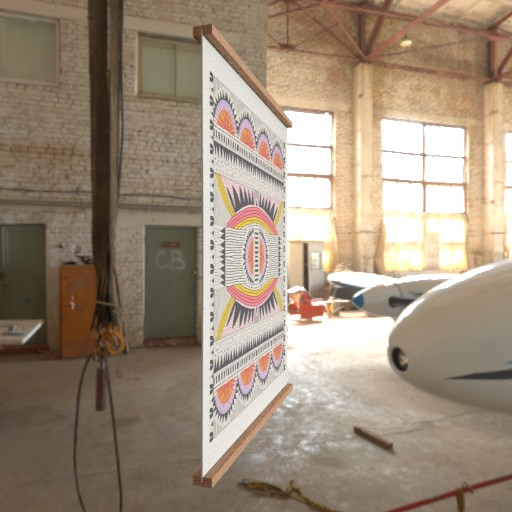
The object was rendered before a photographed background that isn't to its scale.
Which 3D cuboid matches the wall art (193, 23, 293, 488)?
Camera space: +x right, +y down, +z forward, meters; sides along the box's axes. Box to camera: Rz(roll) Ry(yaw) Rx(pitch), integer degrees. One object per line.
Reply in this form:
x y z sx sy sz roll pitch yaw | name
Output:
0.000 0.000 0.800 0.028 0.609 0.456 0 0 18 | wall art
